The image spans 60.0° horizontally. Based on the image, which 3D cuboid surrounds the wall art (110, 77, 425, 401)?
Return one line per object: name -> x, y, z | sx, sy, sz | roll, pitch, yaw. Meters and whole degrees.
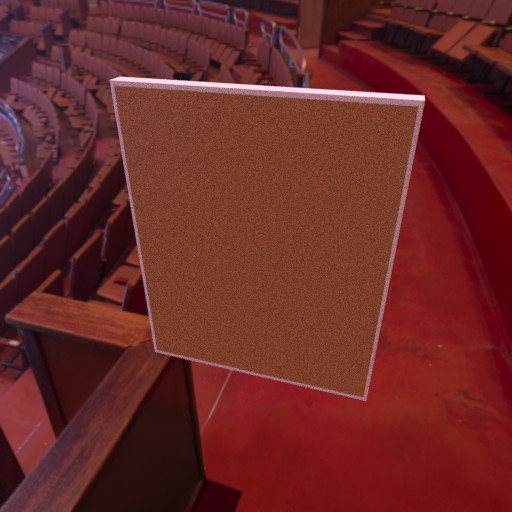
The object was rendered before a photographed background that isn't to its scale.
wall art -> 0.000, 0.000, 0.756 | 0.443, 0.549, 0.030 | 9, 33, 14
